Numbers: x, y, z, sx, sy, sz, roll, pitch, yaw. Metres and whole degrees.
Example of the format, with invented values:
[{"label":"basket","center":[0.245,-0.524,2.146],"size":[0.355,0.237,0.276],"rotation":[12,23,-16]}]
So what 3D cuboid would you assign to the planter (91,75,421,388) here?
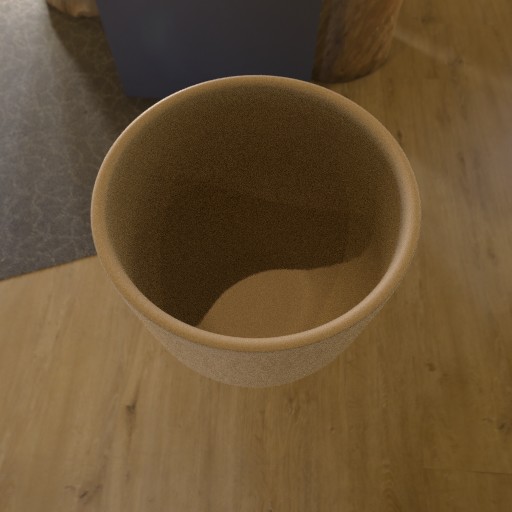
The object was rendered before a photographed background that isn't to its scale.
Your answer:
[{"label":"planter","center":[0.000,0.000,0.297],"size":[0.170,0.152,0.170],"rotation":[0,63,0]}]
